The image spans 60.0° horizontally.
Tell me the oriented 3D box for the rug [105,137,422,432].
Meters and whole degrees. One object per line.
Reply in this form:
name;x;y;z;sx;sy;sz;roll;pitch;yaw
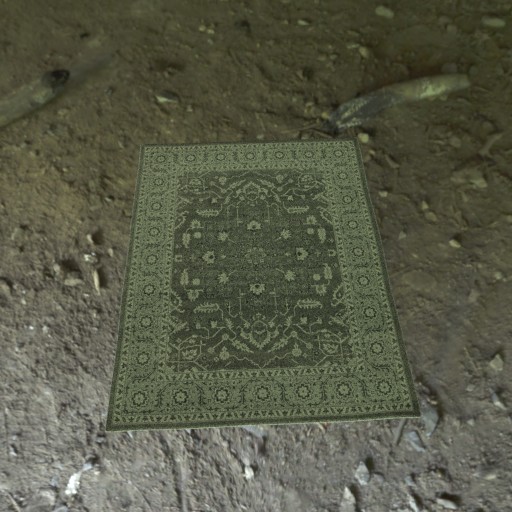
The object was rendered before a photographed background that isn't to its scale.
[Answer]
rug;0.000;0.000;4.213;2.451;0.026;3.069;-2;58;-1
